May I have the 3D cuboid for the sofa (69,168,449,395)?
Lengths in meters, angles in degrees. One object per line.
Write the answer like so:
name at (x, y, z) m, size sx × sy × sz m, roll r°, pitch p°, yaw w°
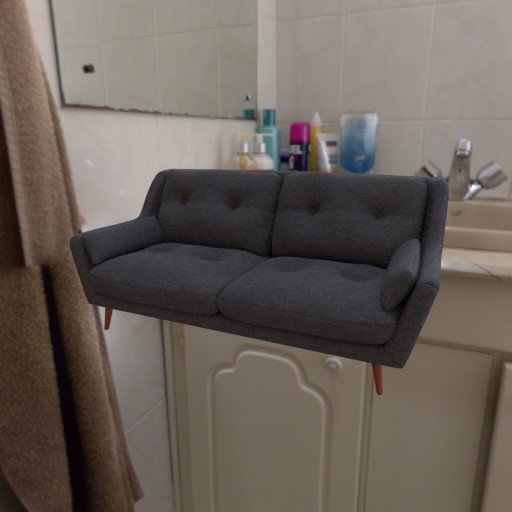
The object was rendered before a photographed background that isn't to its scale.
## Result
sofa at (0.000, 0.000, 2.453) m, size 1.929 × 0.896 × 0.975 m, roll 7°, pitch 16°, yaw 25°
